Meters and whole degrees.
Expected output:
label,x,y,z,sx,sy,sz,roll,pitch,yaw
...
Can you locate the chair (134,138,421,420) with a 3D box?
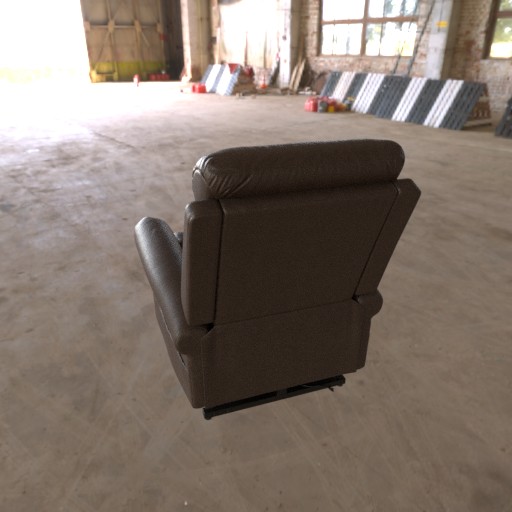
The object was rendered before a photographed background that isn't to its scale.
label,x,y,z,sx,sy,sz,roll,pitch,yaw
chair,0.000,0.000,1.736,0.869,1.028,0.978,-8,27,-17
